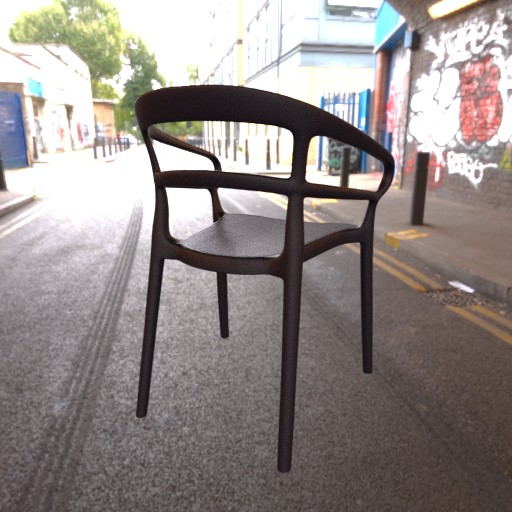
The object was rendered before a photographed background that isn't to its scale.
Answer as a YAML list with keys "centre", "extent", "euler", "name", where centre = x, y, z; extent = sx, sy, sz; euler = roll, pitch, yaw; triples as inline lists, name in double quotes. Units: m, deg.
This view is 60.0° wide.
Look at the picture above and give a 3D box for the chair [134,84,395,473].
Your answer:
- centre: [0.000, 0.000, 1.117]
  extent: [0.559, 0.761, 0.527]
  euler: [8, 17, 27]
  name: "chair"
